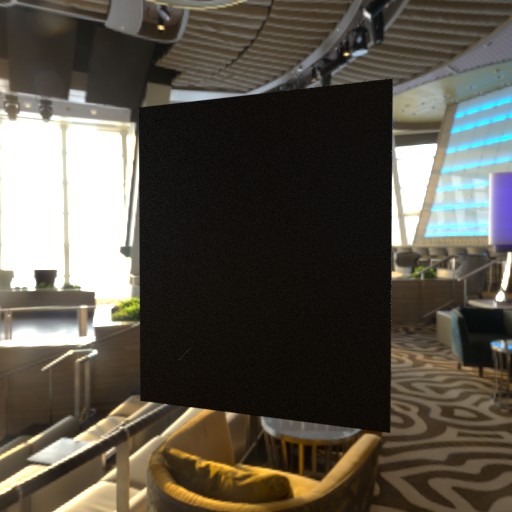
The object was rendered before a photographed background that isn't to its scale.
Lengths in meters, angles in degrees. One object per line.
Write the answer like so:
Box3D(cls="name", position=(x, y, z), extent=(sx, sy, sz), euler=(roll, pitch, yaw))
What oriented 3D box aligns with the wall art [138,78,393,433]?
Box3D(cls="wall art", position=(0.000, 0.000, 0.781), extent=(0.457, 0.557, 0.028), euler=(0, 1, 19))
